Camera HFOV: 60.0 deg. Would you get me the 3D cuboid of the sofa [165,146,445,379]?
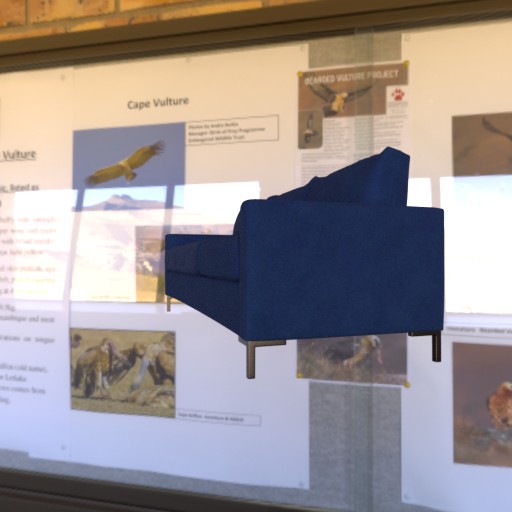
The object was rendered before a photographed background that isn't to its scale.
[{"bbox_3d":[0.000,0.000,2.696,0.875,0.879,2.252,0,-1,-19],"label":"sofa"}]
